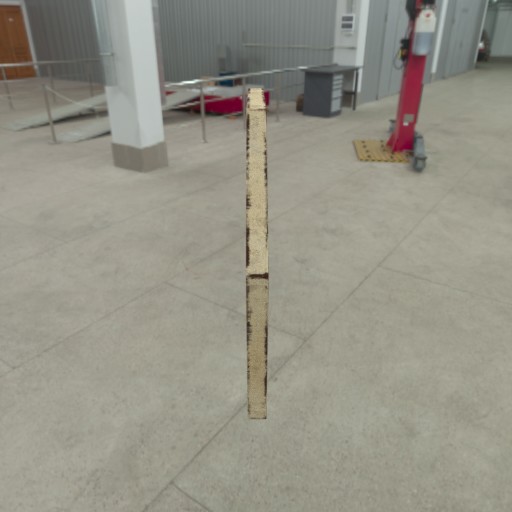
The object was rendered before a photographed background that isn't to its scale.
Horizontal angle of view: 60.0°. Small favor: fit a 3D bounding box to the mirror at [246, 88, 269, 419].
[{"bbox_3d":[0.000,0.000,0.952,0.031,0.648,0.648,0,27,0],"label":"mirror"}]
